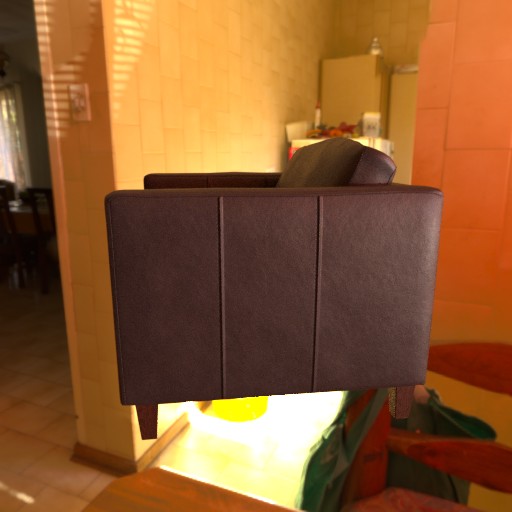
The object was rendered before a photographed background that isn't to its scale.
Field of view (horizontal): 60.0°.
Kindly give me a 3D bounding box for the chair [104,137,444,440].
[{"bbox_3d":[0.000,0.000,1.577,0.862,0.811,0.939,-2,13,-8],"label":"chair"}]
